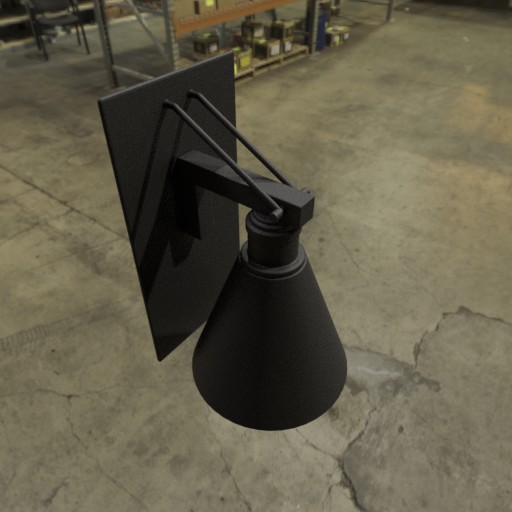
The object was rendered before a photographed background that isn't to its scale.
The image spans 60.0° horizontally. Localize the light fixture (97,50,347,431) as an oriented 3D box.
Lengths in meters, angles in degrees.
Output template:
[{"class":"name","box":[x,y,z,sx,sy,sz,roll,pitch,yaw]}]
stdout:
[{"class":"light fixture","box":[0.000,0.000,0.409,0.207,0.298,0.170,26,47,28]}]
